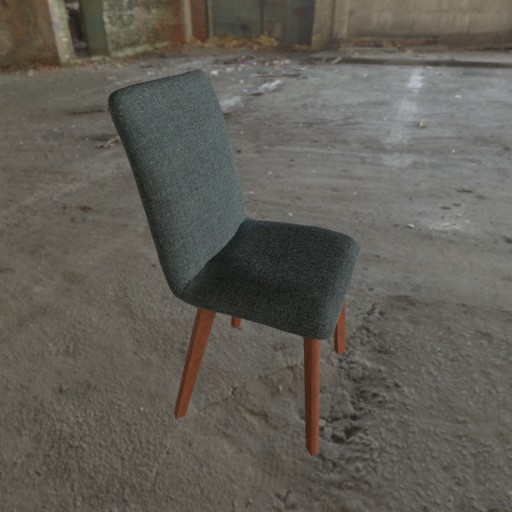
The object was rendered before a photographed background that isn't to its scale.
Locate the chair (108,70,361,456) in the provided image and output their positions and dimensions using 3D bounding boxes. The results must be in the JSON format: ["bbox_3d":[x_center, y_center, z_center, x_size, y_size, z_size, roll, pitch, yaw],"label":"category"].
[{"bbox_3d":[0.000,0.000,1.313,0.563,0.974,0.522,10,31,17],"label":"chair"}]
